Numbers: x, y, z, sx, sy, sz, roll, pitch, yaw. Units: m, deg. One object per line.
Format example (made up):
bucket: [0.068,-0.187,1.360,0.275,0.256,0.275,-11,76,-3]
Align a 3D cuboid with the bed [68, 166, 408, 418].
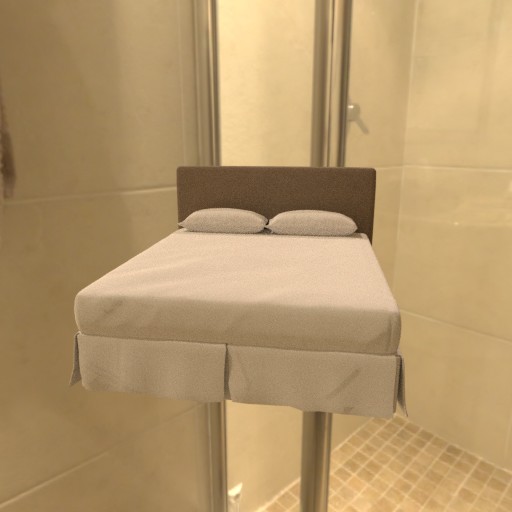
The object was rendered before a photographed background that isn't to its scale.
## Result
bed: [0.000,0.000,3.628,2.119,1.317,2.341,2,15,8]
